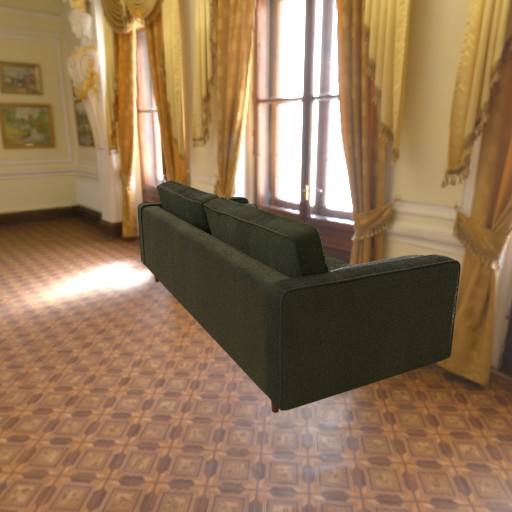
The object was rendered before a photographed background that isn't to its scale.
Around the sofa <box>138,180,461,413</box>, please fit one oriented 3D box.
[{"bbox_3d":[0.000,0.000,2.684,0.918,0.769,2.199,-8,17,-26],"label":"sofa"}]
